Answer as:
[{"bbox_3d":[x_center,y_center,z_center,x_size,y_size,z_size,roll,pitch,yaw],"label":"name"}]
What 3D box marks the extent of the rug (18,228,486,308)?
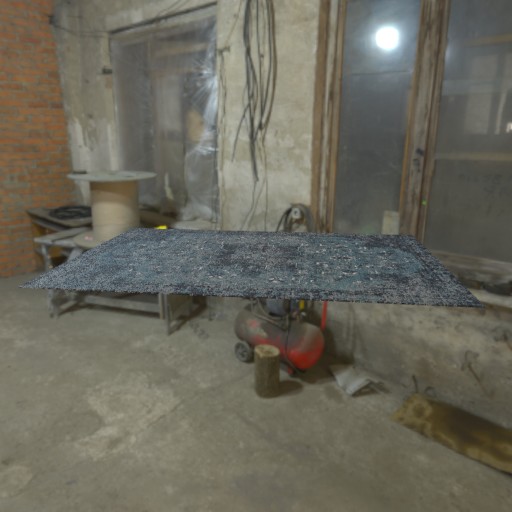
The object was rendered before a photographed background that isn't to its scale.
[{"bbox_3d":[0.000,0.000,2.298,1.828,0.005,1.219,2,15,7],"label":"rug"}]
